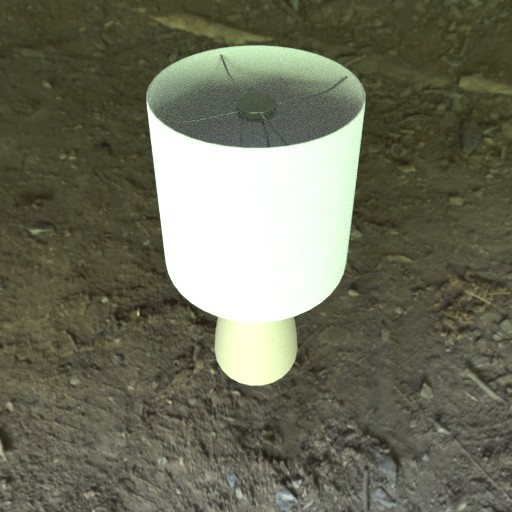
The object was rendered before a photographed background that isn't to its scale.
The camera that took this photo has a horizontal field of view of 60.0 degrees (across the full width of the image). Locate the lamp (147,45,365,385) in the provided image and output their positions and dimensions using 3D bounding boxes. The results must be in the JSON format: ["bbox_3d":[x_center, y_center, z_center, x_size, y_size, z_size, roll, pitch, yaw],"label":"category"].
[{"bbox_3d":[0.000,0.000,0.470,0.186,0.369,0.186,0,47,0],"label":"lamp"}]
